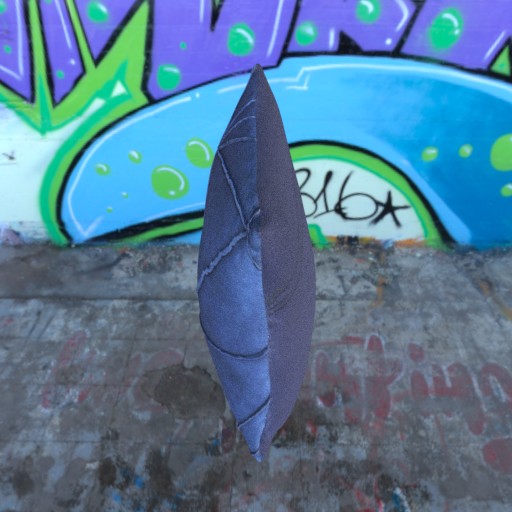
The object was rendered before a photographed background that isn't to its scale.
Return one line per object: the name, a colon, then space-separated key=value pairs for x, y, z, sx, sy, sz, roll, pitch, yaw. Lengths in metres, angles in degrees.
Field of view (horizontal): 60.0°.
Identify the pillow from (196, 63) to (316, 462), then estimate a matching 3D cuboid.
pillow: x=0.000 y=0.000 z=0.678 sx=0.183 sy=0.440 sz=0.439 roll=0 pitch=41 yaw=0
